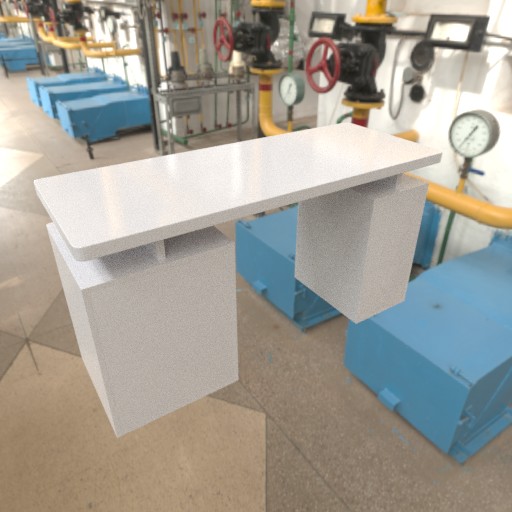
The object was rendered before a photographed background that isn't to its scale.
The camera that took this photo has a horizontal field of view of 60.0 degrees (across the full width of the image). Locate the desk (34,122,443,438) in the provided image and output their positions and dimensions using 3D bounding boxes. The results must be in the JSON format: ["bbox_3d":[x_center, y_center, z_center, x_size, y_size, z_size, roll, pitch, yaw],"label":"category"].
[{"bbox_3d":[0.000,0.000,1.783,1.400,0.762,0.550,-18,35,-28],"label":"desk"}]
